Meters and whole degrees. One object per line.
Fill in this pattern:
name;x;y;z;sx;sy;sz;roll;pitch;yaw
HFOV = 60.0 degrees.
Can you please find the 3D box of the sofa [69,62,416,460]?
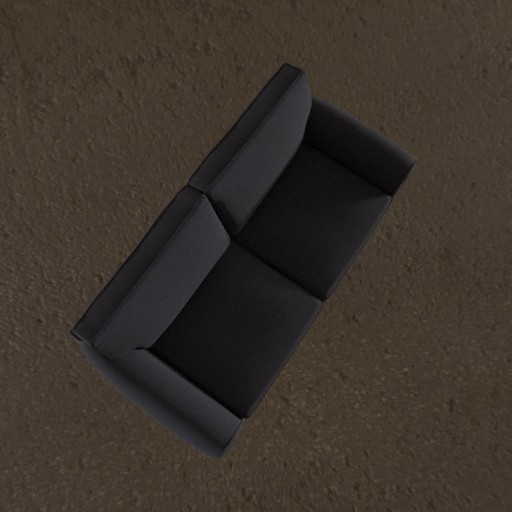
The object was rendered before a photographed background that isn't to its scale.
sofa;0.000;0.000;2.526;0.951;1.031;2.009;34;78;8
